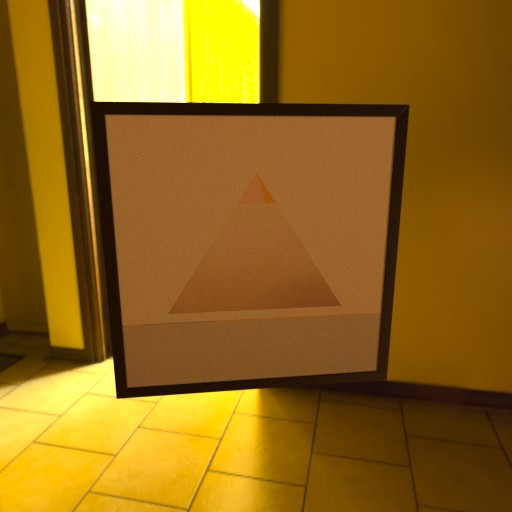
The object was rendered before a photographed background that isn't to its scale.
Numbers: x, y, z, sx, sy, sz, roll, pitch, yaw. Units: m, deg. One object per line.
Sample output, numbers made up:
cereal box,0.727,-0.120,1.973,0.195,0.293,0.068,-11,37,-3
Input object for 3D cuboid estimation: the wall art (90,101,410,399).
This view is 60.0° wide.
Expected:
wall art,0.000,0.000,0.783,0.513,0.511,0.028,-2,15,-7
